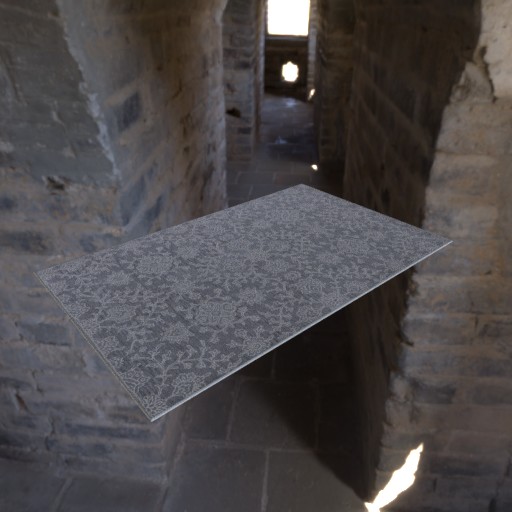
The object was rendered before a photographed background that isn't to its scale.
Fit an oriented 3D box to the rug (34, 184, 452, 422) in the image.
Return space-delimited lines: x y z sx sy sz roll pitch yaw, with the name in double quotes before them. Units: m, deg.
"rug" 0.000 0.000 3.009 2.430 0.010 1.515 -23 37 -34
